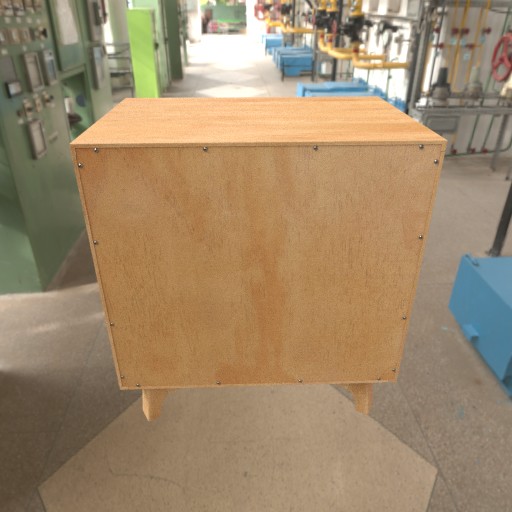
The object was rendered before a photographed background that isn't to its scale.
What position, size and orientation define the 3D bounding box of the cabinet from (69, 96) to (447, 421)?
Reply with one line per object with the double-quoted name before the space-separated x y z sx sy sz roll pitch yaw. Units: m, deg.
"cabinet" 0.000 0.000 0.963 0.551 0.599 0.394 -1 29 -2
